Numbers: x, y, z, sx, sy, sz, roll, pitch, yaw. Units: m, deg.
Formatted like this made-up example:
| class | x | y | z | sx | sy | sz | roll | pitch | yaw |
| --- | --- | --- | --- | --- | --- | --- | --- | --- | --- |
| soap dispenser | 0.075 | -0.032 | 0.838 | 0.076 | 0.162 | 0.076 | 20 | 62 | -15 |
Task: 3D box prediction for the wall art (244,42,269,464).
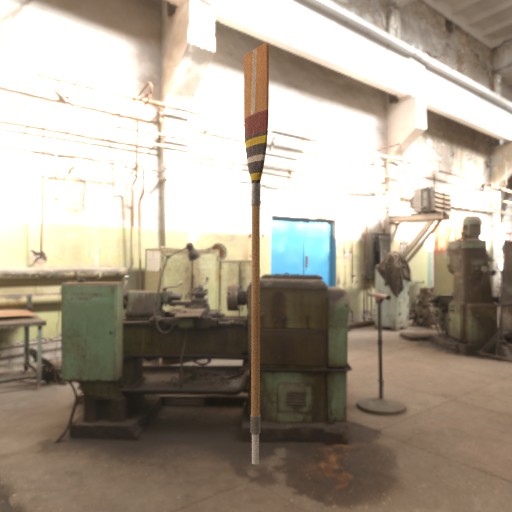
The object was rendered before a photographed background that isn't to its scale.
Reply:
| class | x | y | z | sx | sy | sz | roll | pitch | yaw |
| --- | --- | --- | --- | --- | --- | --- | --- | --- | --- |
| wall art | 0.000 | 0.000 | 1.661 | 0.038 | 1.556 | 0.146 | 0 | -1 | -37 |
